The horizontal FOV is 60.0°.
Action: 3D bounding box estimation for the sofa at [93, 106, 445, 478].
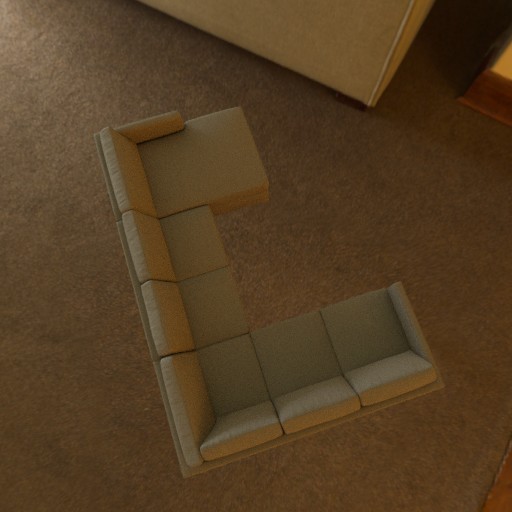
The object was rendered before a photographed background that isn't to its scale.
[{"bbox_3d":[0.000,0.000,4.494,2.427,0.882,3.460,-18,76,-5],"label":"sofa"}]
